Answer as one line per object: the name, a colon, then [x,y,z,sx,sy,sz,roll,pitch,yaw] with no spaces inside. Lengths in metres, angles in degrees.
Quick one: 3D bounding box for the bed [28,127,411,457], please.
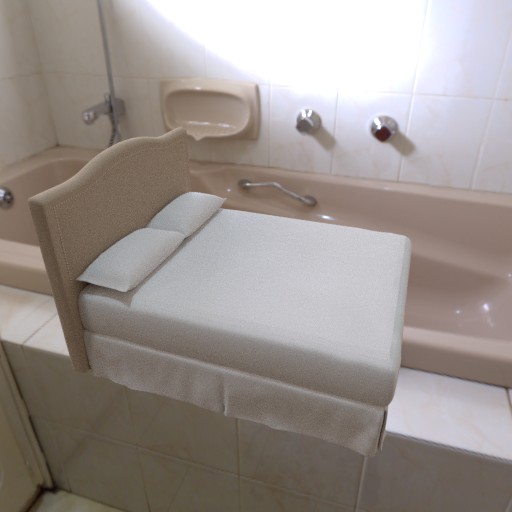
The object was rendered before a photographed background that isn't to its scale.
bed: [0.000,0.000,3.058,2.052,1.398,1.678,10,31,17]
